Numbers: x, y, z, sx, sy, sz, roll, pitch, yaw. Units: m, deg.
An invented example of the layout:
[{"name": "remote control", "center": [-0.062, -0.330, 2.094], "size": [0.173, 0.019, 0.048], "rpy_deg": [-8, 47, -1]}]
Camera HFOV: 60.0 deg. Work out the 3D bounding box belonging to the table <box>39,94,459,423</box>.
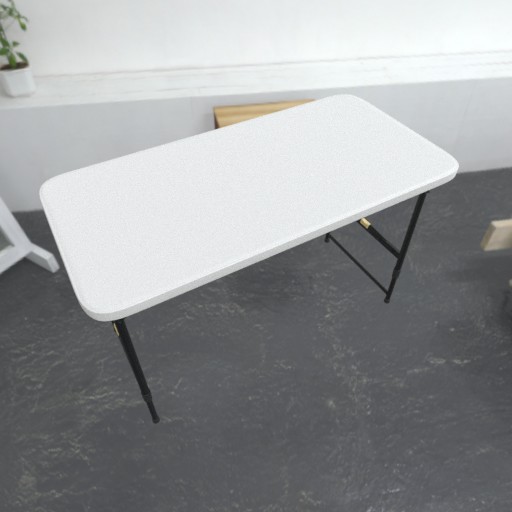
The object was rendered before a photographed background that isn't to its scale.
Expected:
[{"name": "table", "center": [0.000, 0.000, 1.644], "size": [1.219, 0.737, 0.610], "rpy_deg": [-22, 50, -20]}]
